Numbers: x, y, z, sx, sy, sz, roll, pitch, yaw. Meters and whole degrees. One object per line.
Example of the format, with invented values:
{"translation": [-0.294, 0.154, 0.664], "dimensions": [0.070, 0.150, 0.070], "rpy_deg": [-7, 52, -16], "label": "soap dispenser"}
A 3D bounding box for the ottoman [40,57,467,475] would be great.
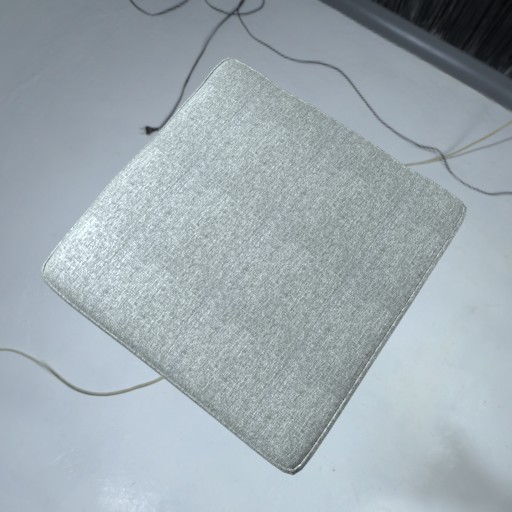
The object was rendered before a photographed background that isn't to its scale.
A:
{"translation": [0.000, 0.000, 1.327], "dimensions": [0.838, 0.481, 0.838], "rpy_deg": [35, 78, 9], "label": "ottoman"}
